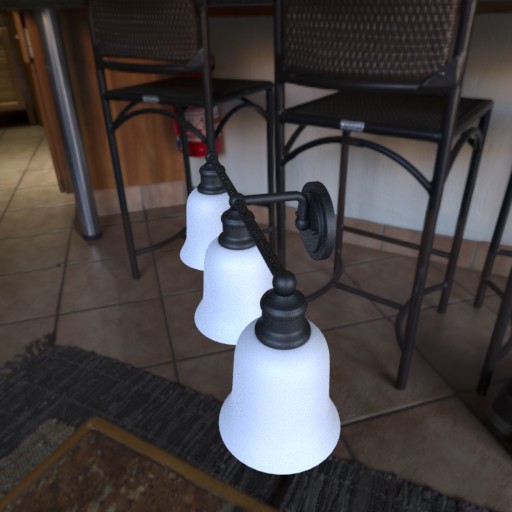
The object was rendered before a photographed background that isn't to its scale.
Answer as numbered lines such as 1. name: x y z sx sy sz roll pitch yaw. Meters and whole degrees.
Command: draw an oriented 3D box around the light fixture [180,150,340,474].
1. light fixture: 0.000 0.000 0.666 0.198 0.211 0.570 -7 30 -13
